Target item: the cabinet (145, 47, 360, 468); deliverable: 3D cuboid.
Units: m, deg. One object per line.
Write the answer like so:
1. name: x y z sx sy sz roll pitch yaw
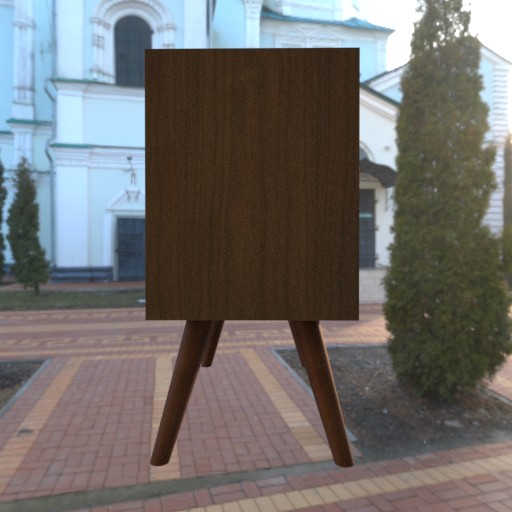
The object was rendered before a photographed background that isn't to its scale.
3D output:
1. cabinet: 0.000 0.000 1.147 0.388 0.748 0.712 0 1 1
